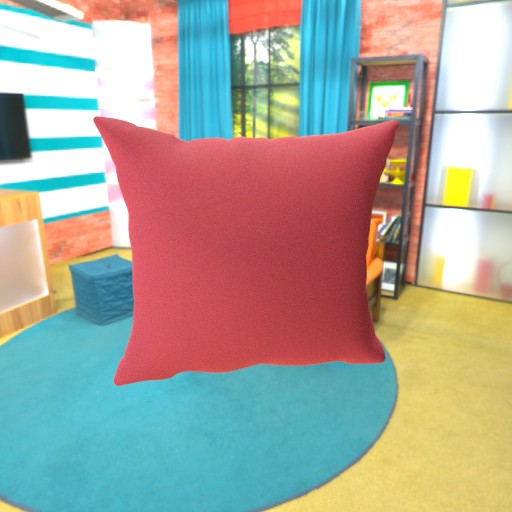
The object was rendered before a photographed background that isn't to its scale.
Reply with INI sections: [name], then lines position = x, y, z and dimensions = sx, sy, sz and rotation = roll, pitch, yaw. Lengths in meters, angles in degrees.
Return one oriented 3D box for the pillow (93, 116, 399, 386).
[pillow]
position = 0.000, 0.000, 0.834
dimensions = 0.559, 0.501, 0.229
rotation = -3, 17, -9
